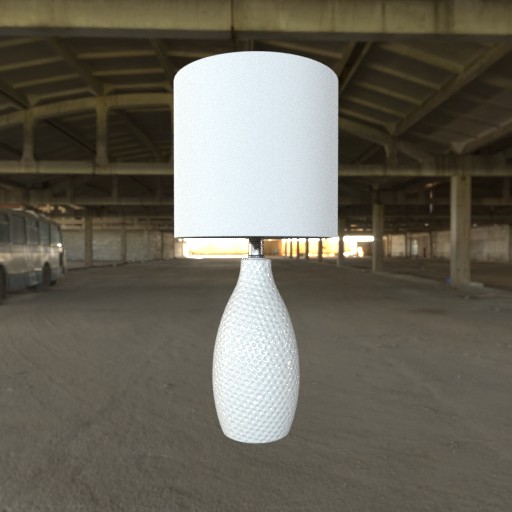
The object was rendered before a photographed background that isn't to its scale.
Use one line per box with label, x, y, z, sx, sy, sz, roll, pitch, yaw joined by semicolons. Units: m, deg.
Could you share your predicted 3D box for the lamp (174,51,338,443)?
lamp;0.000;0.000;0.593;0.214;0.466;0.214;0;1;-2
